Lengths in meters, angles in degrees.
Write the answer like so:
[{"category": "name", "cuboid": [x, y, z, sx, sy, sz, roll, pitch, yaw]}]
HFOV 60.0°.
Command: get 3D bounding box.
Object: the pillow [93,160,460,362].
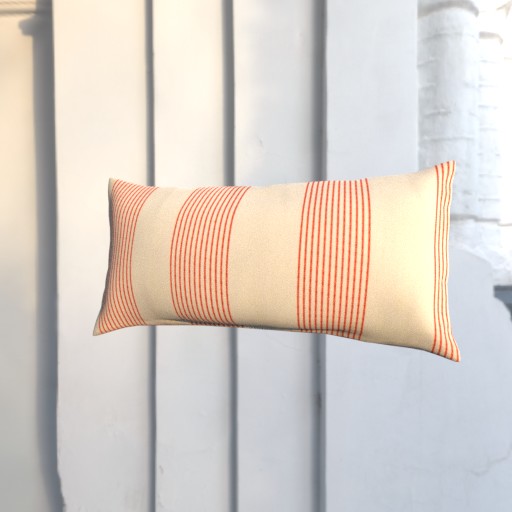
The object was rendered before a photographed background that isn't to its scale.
[{"category": "pillow", "cuboid": [0.000, 0.000, 0.724, 0.608, 0.292, 0.156, 0, 1, 18]}]
